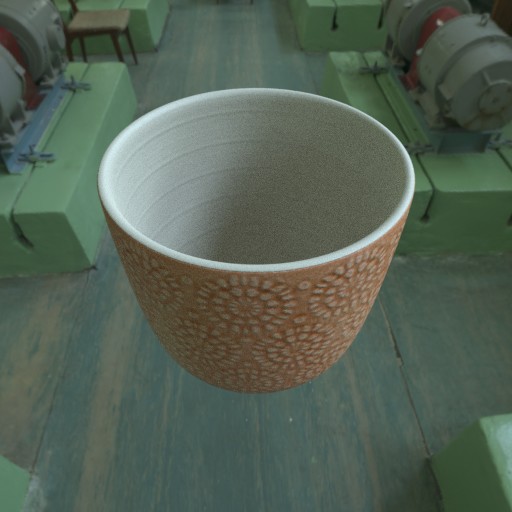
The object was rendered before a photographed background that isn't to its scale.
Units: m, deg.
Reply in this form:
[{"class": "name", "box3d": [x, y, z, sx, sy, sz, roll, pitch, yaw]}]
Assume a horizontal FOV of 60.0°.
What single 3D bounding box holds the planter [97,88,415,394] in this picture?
[{"class": "planter", "box3d": [0.000, 0.000, 0.364, 0.208, 0.190, 0.208, 0, 46, 0]}]
